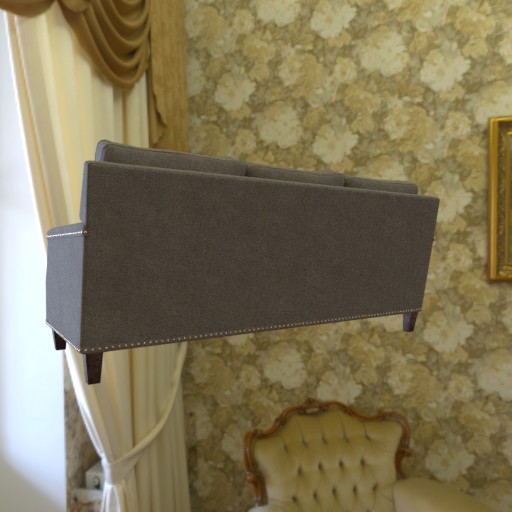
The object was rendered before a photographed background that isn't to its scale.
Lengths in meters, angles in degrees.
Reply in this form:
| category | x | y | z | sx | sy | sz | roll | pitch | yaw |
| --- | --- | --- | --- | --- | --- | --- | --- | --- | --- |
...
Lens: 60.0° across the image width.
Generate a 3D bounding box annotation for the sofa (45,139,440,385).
| category | x | y | z | sx | sy | sz | roll | pitch | yaw |
| --- | --- | --- | --- | --- | --- | --- | --- | --- | --- |
| sofa | 0.000 | 0.000 | 2.707 | 2.226 | 1.042 | 1.034 | -1 | 1 | -34 |
